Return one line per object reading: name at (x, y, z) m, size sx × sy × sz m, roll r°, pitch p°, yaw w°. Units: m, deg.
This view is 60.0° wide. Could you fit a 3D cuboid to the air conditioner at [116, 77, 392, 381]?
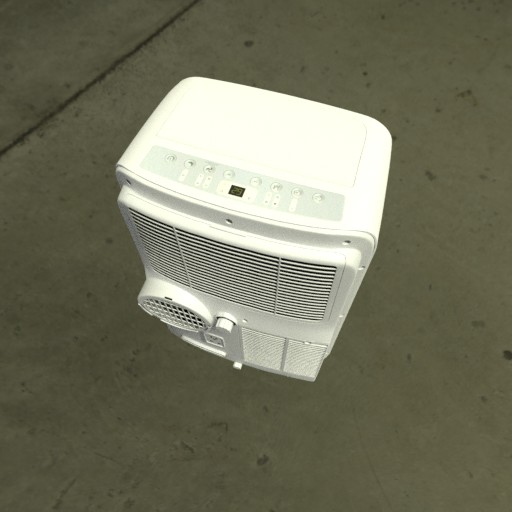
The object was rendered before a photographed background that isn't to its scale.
air conditioner at (0.000, 0.000, 0.973) m, size 0.454 × 0.700 × 0.365 m, roll 16°, pitch 63°, yaw 8°
